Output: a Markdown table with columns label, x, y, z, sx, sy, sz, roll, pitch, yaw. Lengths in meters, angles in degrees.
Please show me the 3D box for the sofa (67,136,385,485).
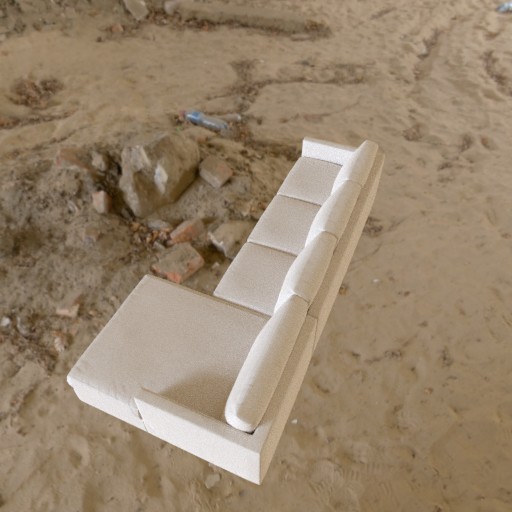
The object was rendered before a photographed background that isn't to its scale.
| label | x | y | z | sx | sy | sz | roll | pitch | yaw |
| --- | --- | --- | --- | --- | --- | --- | --- | --- | --- |
| sofa | 0.000 | 0.000 | 4.161 | 1.606 | 0.954 | 3.471 | 18 | 50 | 16 |
